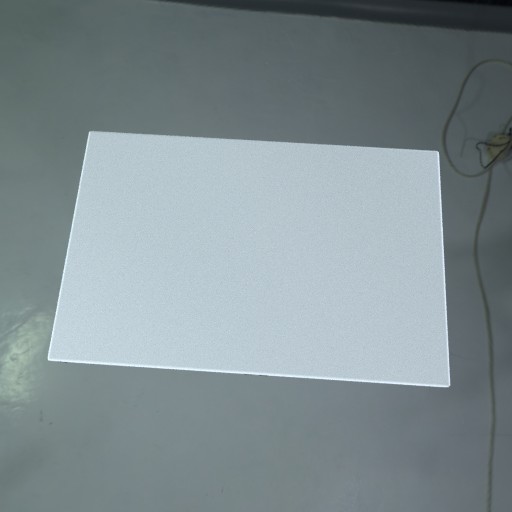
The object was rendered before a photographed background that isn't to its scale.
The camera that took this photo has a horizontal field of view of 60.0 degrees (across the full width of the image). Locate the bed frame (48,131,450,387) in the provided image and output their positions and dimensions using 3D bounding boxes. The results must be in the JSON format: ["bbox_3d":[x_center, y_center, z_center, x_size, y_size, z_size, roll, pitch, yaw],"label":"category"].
[{"bbox_3d":[0.000,0.000,3.713,2.987,0.440,1.930,4,75,1],"label":"bed frame"}]
